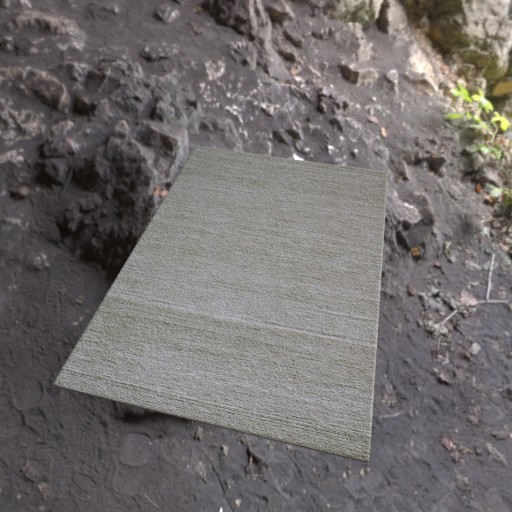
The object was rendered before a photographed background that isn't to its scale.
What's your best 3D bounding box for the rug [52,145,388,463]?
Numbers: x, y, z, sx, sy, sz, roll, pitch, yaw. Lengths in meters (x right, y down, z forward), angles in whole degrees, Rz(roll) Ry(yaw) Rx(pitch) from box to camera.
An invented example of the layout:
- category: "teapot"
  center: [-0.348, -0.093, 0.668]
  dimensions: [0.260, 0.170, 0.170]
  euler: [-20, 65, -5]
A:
- category: "rug"
  center: [0.000, 0.000, 2.895]
  dimensions: [1.606, 0.017, 2.270]
  euler: [10, 48, 9]
